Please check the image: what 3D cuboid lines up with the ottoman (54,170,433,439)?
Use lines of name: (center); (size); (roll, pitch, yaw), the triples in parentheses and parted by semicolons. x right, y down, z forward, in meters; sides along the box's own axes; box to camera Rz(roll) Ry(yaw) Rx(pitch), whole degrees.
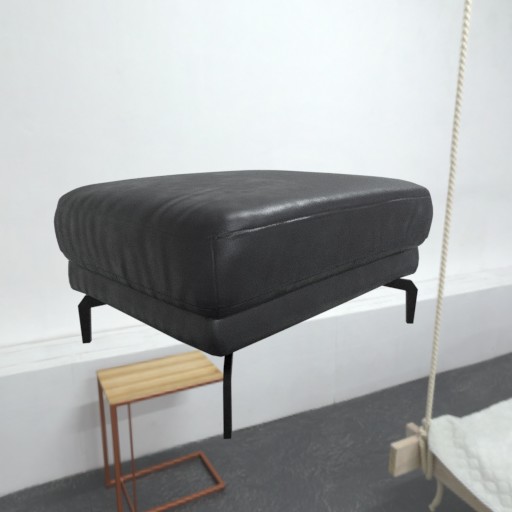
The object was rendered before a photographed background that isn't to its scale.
ottoman: (0.000, 0.000, 1.083); (0.570, 0.402, 0.764); (14, 20, 42)
